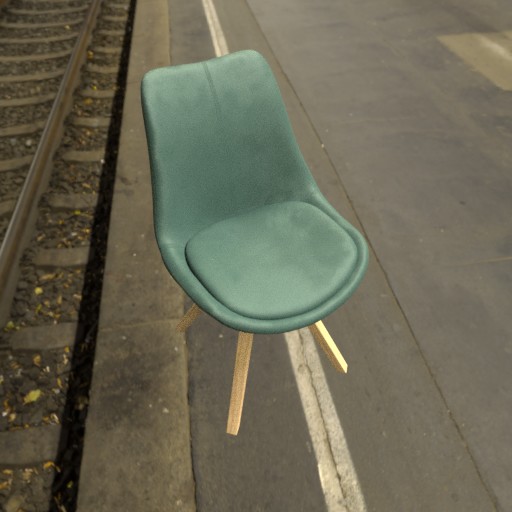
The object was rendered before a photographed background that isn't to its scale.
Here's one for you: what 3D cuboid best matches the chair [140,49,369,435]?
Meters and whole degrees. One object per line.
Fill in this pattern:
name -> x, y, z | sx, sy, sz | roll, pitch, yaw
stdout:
chair -> 0.000, 0.000, 1.187 | 0.483, 0.865, 0.547 | -22, 49, -21
